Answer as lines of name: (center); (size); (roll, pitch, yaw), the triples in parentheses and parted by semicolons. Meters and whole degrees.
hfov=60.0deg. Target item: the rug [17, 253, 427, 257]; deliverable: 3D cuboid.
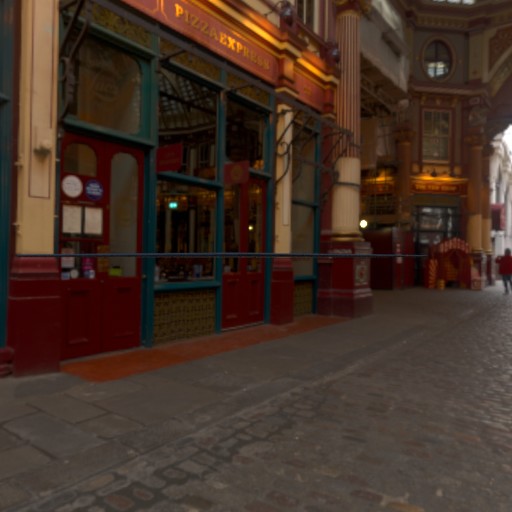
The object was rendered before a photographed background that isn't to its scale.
rug: (0.000, 0.000, 2.842); (1.528, 0.014, 2.294); (0, 0, 36)
